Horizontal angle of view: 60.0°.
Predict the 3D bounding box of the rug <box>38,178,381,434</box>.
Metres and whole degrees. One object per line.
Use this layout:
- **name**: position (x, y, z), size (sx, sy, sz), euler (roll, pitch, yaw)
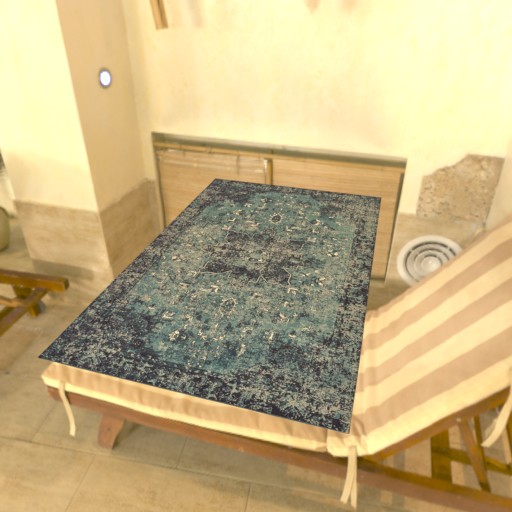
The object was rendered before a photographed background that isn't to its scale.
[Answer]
- **rug**: position (0.000, 0.000, 2.991), size (1.525, 0.007, 2.440), euler (9, 33, 14)
